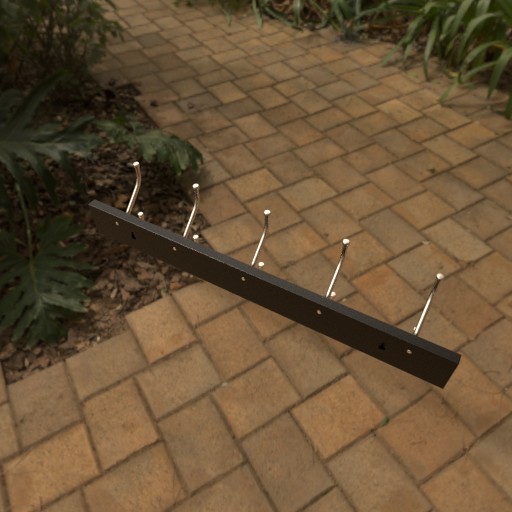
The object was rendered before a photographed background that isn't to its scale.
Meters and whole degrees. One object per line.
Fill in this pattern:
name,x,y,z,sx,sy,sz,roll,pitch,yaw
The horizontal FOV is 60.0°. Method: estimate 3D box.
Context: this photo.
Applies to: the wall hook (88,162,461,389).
wall hook,0.000,0.000,0.625,0.571,0.117,0.071,22,50,20
